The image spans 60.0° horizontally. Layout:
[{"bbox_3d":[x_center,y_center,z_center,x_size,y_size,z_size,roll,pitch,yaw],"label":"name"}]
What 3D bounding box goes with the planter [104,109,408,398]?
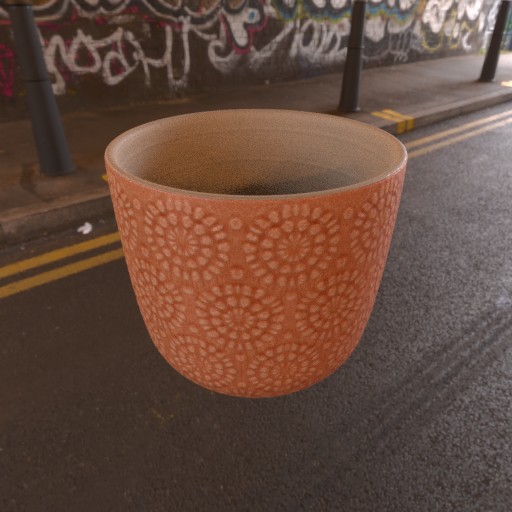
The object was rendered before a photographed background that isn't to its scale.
[{"bbox_3d":[0.000,0.000,0.363,0.208,0.190,0.208,0,31,0],"label":"planter"}]
